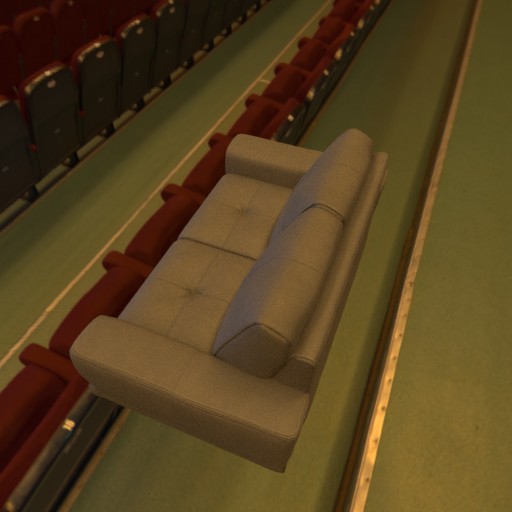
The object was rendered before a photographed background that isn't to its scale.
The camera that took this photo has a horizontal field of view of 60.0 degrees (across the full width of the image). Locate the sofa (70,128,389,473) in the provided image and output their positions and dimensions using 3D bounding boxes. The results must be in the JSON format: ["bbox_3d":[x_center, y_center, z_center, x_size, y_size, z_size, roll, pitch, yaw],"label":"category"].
[{"bbox_3d":[0.000,0.000,2.319,1.018,0.907,1.806,17,50,15],"label":"sofa"}]
